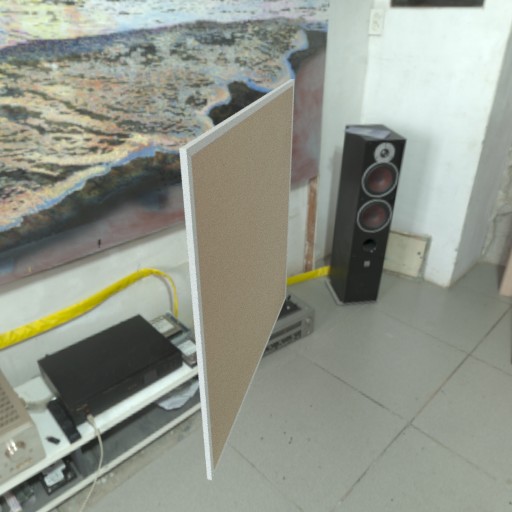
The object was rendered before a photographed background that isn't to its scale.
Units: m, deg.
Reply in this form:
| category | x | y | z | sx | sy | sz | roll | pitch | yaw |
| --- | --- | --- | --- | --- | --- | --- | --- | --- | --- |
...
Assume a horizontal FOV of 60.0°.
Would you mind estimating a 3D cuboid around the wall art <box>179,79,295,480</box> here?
| category | x | y | z | sx | sy | sz | roll | pitch | yaw |
| --- | --- | --- | --- | --- | --- | --- | --- | --- | --- |
| wall art | 0.000 | 0.000 | 0.686 | 0.007 | 0.456 | 0.456 | 8 | 30 | 14 |
